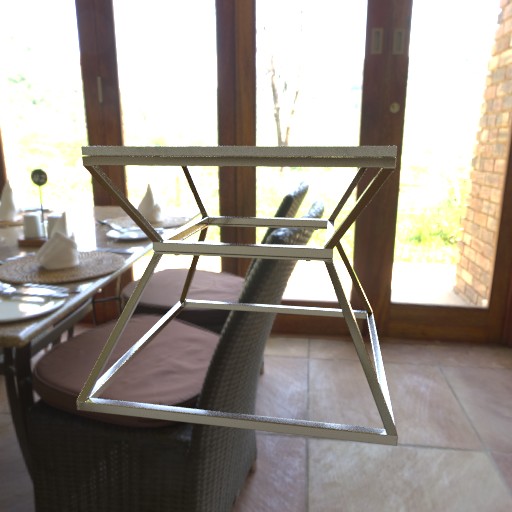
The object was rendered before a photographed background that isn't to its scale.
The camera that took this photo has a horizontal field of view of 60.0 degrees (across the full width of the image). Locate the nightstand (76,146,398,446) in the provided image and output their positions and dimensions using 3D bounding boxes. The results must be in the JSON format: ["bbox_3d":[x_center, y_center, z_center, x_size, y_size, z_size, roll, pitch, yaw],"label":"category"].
[{"bbox_3d":[0.000,0.000,0.887,0.513,0.426,0.514,2,14,10],"label":"nightstand"}]
